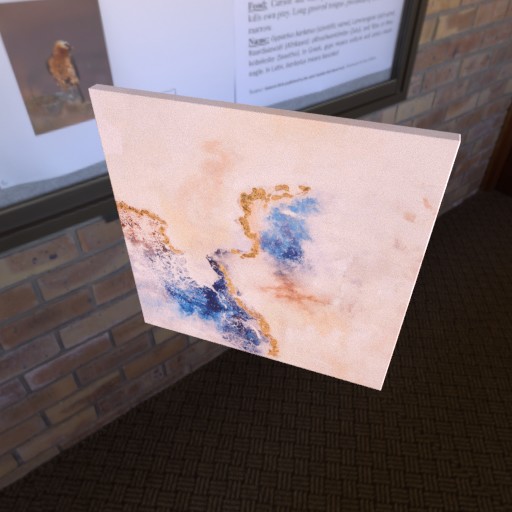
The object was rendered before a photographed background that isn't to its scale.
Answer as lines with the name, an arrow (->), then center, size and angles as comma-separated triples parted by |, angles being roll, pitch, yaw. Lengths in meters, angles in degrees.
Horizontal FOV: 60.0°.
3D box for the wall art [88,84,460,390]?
wall art -> 0.000, 0.000, 1.308 | 0.889, 0.889, 0.038 | 13, 42, 15
